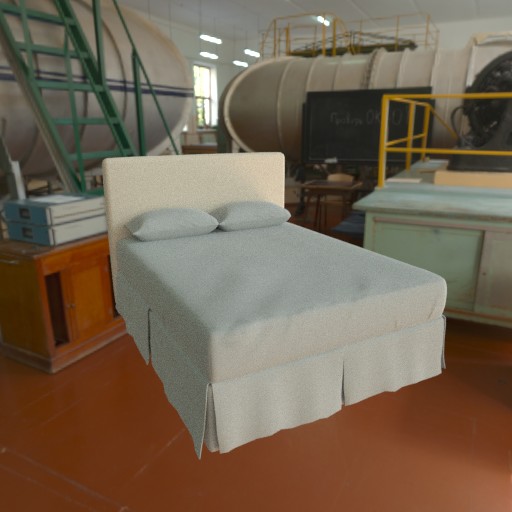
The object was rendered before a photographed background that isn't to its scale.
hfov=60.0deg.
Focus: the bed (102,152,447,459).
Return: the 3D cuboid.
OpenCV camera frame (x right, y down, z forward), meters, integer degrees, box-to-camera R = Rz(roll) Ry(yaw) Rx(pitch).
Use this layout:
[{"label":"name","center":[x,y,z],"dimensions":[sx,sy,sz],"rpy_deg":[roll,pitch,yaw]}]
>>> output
[{"label":"bed","center":[0.000,0.000,3.224],"dimensions":[1.748,1.330,2.142],"rpy_deg":[-9,19,-27]}]
